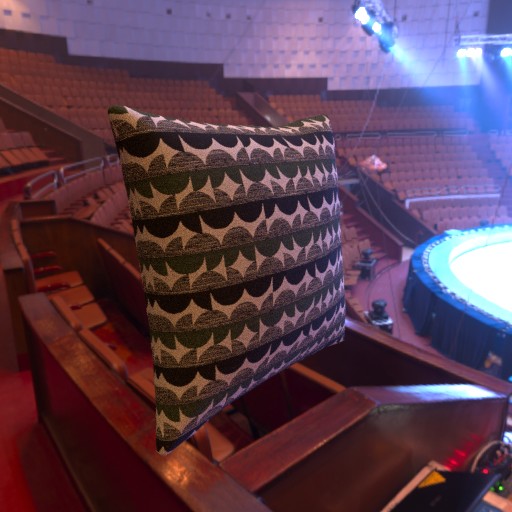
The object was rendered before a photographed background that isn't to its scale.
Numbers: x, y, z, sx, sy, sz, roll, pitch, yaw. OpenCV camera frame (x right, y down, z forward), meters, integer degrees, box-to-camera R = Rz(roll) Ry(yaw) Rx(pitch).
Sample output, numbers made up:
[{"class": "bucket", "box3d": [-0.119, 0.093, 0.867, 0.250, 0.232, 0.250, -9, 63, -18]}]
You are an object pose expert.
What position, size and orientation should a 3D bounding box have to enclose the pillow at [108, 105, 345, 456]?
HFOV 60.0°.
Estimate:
[{"class": "pillow", "box3d": [0.000, 0.000, 0.644, 0.180, 0.404, 0.419, 14, 21, 40]}]
